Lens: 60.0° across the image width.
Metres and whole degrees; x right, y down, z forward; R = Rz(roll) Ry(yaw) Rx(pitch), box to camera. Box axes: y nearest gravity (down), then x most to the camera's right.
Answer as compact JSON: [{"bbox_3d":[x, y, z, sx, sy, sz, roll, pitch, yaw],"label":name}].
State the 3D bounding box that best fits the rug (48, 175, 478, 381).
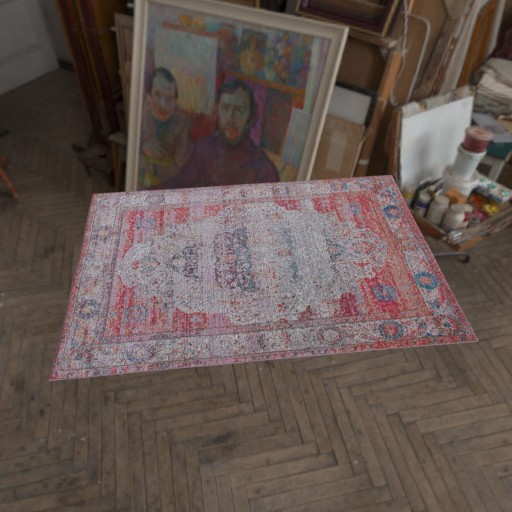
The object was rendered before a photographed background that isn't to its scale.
[{"bbox_3d":[0.000,0.000,2.286,1.829,0.006,1.219,-4,47,-4],"label":"rug"}]
